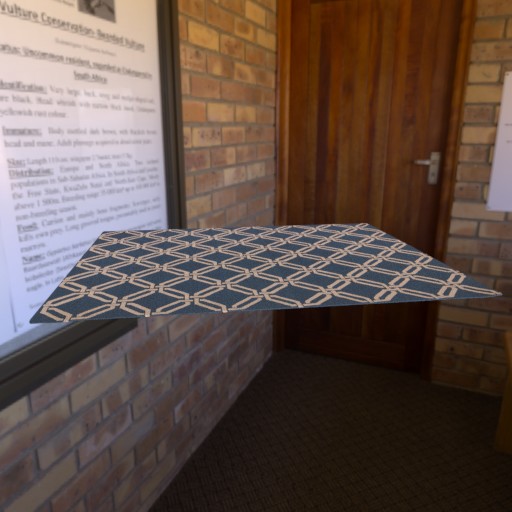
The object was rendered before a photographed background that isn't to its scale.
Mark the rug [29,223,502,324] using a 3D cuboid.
[{"bbox_3d":[0.000,0.000,3.703,2.867,0.020,2.277,-2,16,-8],"label":"rug"}]
